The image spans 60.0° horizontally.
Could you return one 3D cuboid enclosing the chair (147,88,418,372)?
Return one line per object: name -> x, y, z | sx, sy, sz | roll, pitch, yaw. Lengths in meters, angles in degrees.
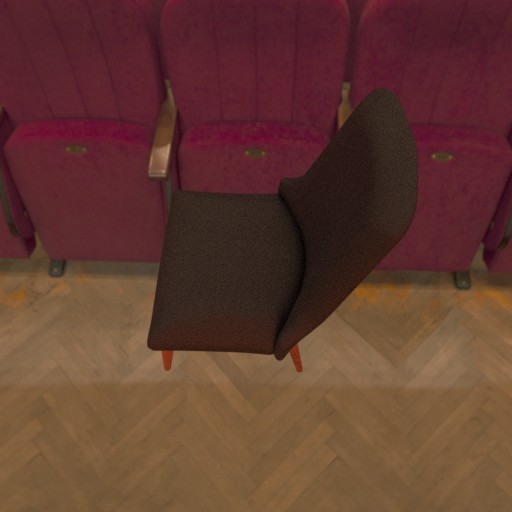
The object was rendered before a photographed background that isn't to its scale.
chair -> 0.000, 0.000, 1.136 | 0.567, 0.820, 0.504 | 2, 60, 1
